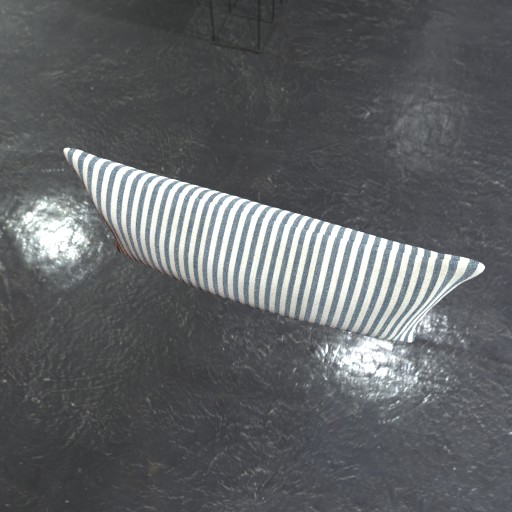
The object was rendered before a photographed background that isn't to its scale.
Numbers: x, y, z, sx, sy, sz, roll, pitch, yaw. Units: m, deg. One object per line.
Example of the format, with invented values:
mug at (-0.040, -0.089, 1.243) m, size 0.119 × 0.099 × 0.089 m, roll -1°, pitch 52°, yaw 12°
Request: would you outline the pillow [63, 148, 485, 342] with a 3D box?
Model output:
pillow at (0.000, 0.000, 0.739) m, size 0.617 × 0.295 × 0.151 m, roll 17°, pitch 61°, yaw 10°
